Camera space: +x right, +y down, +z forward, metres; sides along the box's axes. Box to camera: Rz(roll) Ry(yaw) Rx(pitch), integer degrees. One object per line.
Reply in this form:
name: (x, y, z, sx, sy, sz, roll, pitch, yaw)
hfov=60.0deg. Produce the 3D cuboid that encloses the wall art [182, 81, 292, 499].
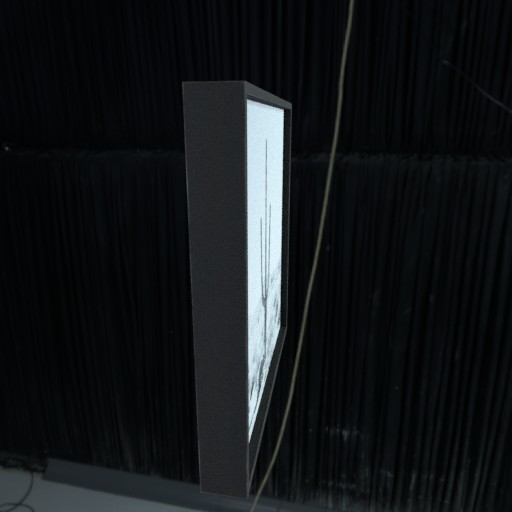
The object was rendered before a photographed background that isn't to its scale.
wall art: (0.000, 0.000, 0.450, 0.038, 0.305, 0.305, 3, 17, 9)
